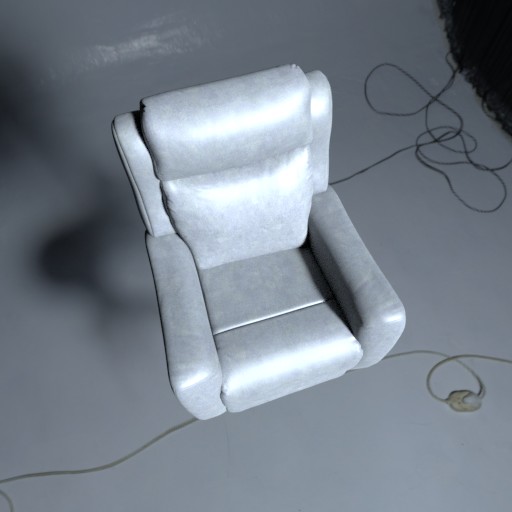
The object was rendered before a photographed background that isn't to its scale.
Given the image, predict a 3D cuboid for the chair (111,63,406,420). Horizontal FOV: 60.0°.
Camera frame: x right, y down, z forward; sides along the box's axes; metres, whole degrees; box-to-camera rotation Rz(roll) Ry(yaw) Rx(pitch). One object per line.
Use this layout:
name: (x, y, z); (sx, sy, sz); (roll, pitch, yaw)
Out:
chair: (0.000, 0.000, 1.913); (0.967, 1.116, 1.068); (-15, 64, -8)
